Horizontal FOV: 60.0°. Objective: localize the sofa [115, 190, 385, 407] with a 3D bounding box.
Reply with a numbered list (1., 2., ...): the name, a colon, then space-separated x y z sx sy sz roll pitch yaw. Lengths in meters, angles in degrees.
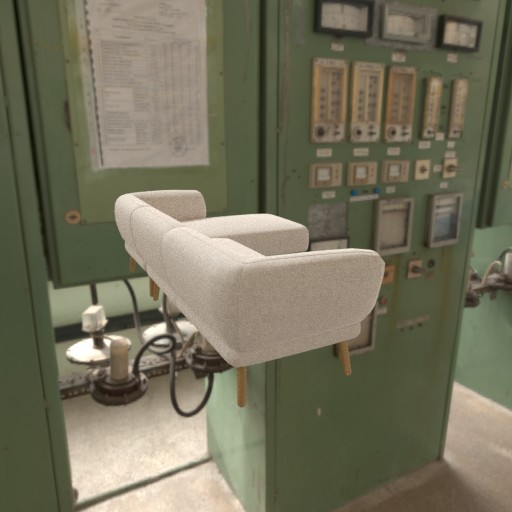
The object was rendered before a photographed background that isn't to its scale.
1. sofa: 0.000 0.000 3.282 1.610 0.730 2.660 -8 17 -26
